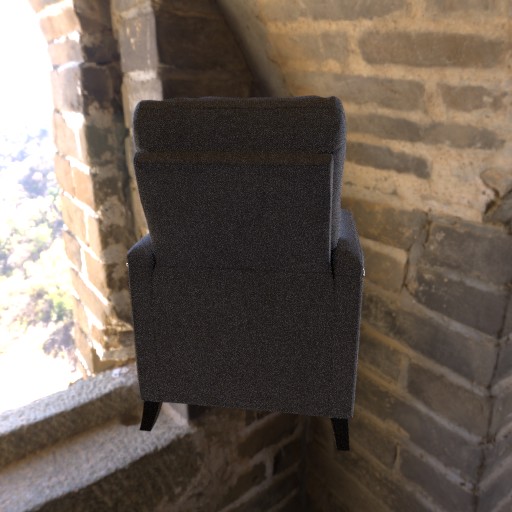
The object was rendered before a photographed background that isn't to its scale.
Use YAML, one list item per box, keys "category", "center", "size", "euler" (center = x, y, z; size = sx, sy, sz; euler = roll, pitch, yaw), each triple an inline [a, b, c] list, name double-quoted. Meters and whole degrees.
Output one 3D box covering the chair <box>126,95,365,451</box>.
- category: "chair"
  center: [0.000, 0.000, 1.595]
  size: [0.710, 1.049, 0.922]
  euler: [2, 17, 8]
